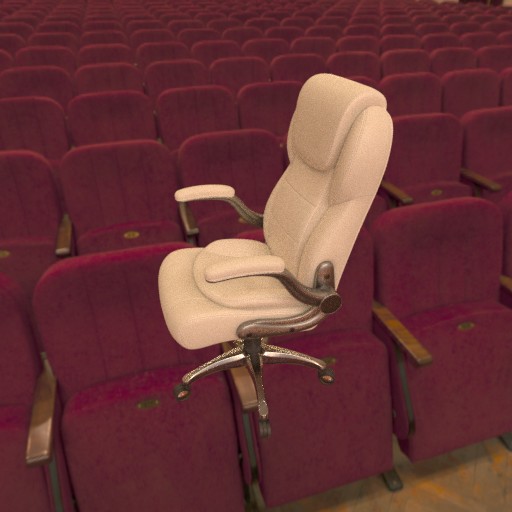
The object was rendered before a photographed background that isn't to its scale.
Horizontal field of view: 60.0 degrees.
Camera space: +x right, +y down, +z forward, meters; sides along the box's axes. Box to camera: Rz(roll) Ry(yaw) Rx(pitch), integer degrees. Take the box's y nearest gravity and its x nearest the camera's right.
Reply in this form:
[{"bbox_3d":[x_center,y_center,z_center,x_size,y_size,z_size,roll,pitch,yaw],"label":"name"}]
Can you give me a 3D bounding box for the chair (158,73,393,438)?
[{"bbox_3d":[0.000,0.000,1.819,0.806,1.330,0.755,-9,31,-15],"label":"chair"}]
